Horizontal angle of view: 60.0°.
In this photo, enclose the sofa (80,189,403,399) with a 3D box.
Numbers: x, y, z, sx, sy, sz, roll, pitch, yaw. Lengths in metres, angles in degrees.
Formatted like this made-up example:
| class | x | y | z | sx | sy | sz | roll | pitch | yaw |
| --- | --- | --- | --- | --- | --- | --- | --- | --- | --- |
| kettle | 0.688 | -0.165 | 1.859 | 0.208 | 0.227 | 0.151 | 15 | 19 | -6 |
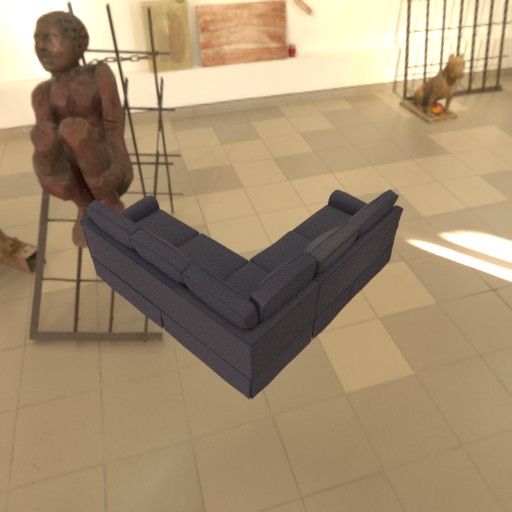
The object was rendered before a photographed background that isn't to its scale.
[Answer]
| class | x | y | z | sx | sy | sz | roll | pitch | yaw |
| --- | --- | --- | --- | --- | --- | --- | --- | --- | --- |
| sofa | 0.000 | 0.000 | 5.132 | 3.773 | 1.169 | 2.874 | -11 | 43 | -13 |
